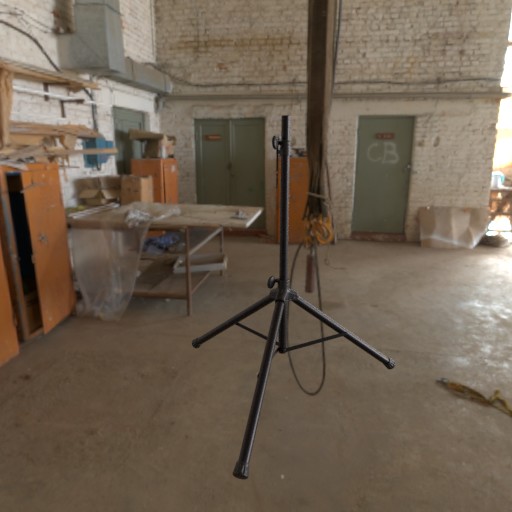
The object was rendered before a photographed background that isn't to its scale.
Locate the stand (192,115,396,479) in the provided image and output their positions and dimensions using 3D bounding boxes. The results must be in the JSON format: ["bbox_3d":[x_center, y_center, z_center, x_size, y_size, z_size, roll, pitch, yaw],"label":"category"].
[{"bbox_3d":[0.000,0.000,1.901,0.907,1.136,1.045,13,19,43],"label":"stand"}]
